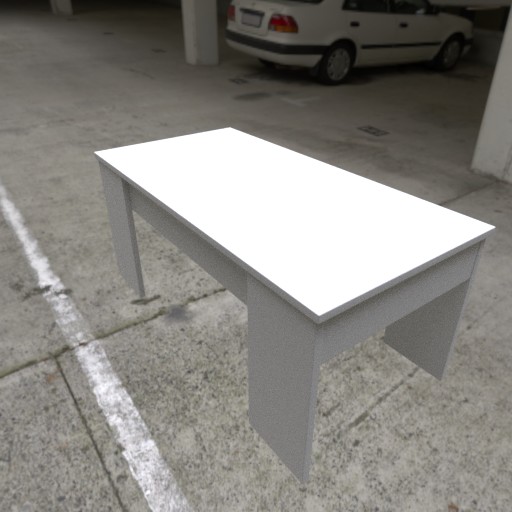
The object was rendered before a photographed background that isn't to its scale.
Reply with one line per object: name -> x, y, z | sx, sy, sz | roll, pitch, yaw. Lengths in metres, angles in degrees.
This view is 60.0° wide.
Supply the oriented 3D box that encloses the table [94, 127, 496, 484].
table -> 0.000, 0.000, 1.249 | 0.500, 0.440, 1.000 | -20, 36, -31
